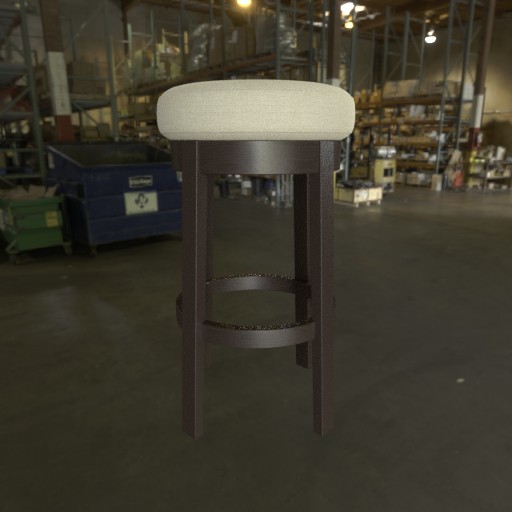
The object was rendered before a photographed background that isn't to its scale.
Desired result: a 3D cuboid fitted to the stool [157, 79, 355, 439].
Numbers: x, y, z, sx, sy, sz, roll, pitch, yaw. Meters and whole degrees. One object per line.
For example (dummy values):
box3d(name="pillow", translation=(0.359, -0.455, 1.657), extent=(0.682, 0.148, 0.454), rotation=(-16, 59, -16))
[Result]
box3d(name="stool", translation=(0.000, 0.000, 1.059), extent=(0.446, 0.758, 0.446), rotation=(0, 15, 0))
